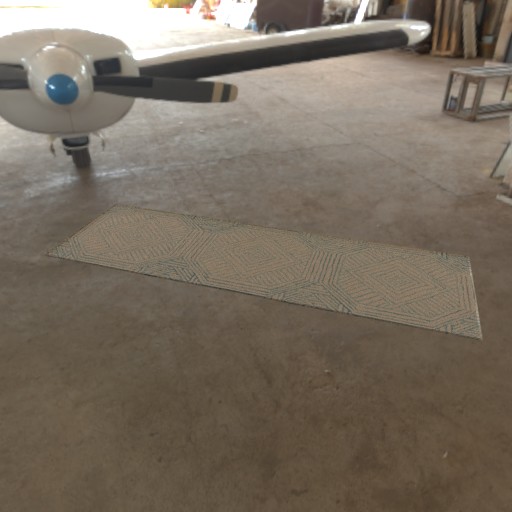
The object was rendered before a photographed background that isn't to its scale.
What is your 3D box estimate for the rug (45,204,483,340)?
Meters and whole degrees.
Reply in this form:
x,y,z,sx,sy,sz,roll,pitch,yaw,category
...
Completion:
x,y,z,sx,sy,sz,roll,pitch,yaw,category
0.000,0.000,2.679,2.452,0.012,0.775,10,33,15,rug
